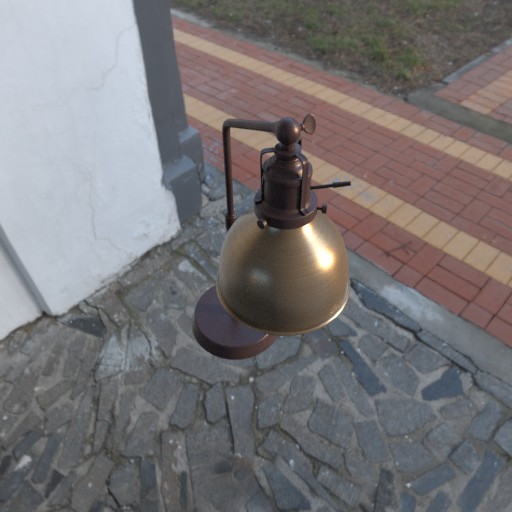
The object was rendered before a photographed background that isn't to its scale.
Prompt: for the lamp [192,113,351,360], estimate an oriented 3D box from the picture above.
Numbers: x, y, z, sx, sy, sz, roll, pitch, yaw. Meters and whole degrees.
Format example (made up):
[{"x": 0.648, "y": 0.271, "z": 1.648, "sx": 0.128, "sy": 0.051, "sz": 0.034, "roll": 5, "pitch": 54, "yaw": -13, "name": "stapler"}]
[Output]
[{"x": 0.000, "y": 0.000, "z": 0.610, "sx": 0.175, "sy": 0.469, "sz": 0.298, "roll": -22, "pitch": 51, "yaw": -19, "name": "lamp"}]
